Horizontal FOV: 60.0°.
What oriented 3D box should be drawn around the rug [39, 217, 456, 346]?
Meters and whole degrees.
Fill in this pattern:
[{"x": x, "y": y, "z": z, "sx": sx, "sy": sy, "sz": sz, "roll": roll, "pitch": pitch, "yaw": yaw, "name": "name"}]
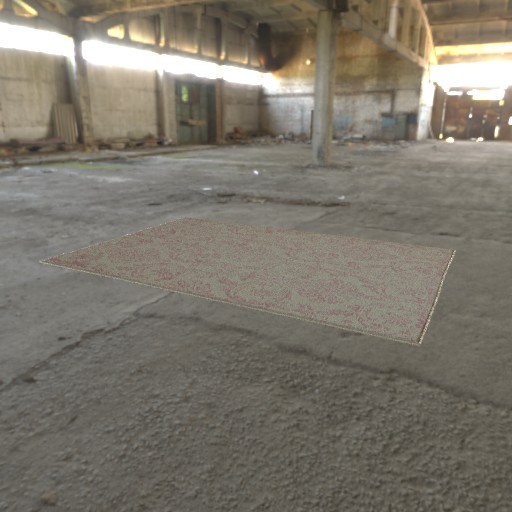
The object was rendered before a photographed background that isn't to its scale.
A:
[{"x": 0.000, "y": 0.000, "z": 3.488, "sx": 2.746, "sy": 0.018, "sz": 1.819, "roll": 9, "pitch": 19, "yaw": 27, "name": "rug"}]
